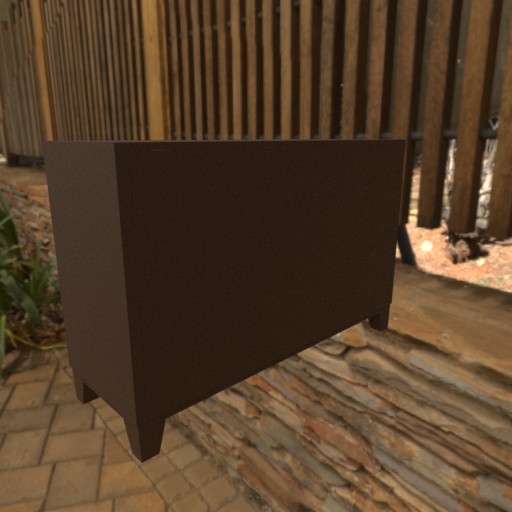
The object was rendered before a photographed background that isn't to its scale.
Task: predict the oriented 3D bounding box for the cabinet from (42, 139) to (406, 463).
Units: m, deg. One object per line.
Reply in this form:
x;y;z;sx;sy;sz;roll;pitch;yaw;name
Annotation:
0.000;0.000;1.807;1.396;0.914;0.482;-14;20;-42;cabinet
